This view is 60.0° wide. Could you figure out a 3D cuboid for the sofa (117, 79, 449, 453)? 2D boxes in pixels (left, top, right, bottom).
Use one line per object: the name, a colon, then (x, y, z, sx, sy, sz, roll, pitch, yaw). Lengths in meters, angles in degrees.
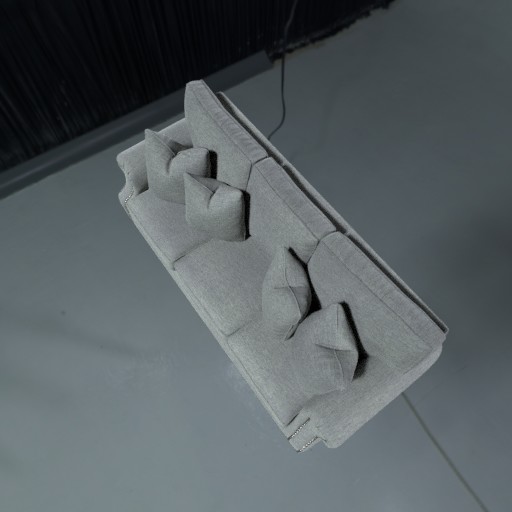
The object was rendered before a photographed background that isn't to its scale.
sofa: (0.000, 0.000, 2.830, 0.965, 0.975, 2.312, -33, 68, -15)
